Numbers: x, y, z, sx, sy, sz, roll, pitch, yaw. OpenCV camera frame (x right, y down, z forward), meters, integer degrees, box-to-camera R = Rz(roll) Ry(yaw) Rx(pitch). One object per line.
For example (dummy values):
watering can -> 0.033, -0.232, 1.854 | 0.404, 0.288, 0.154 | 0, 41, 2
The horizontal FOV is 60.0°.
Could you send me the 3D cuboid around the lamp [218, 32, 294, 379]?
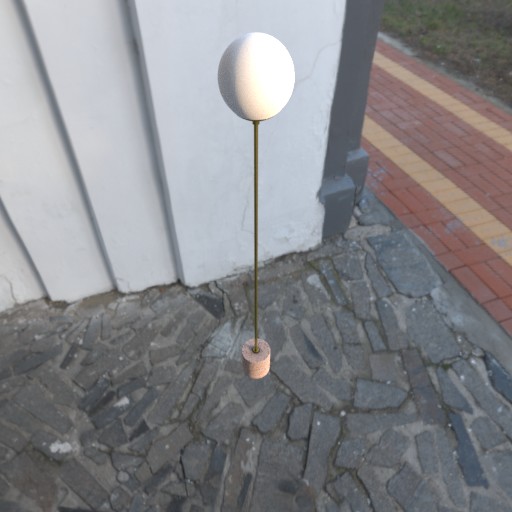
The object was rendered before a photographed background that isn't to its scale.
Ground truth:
lamp -> 0.000, 0.000, 1.855 | 0.229, 1.748, 0.229 | -3, 45, -3
